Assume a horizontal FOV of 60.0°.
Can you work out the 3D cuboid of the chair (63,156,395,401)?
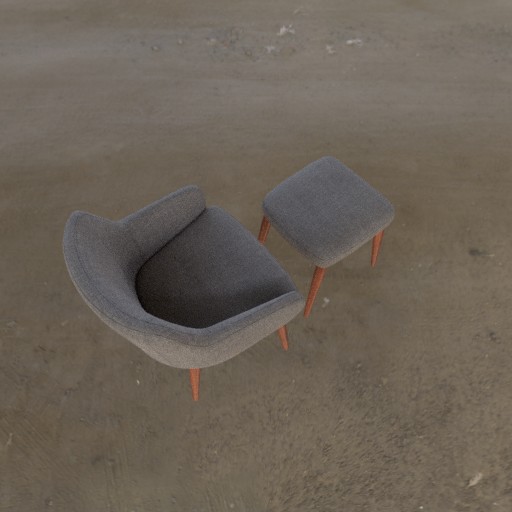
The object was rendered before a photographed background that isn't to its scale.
[{"bbox_3d":[0.000,0.000,1.586,1.107,0.799,0.584,-34,64,-19],"label":"chair"}]
